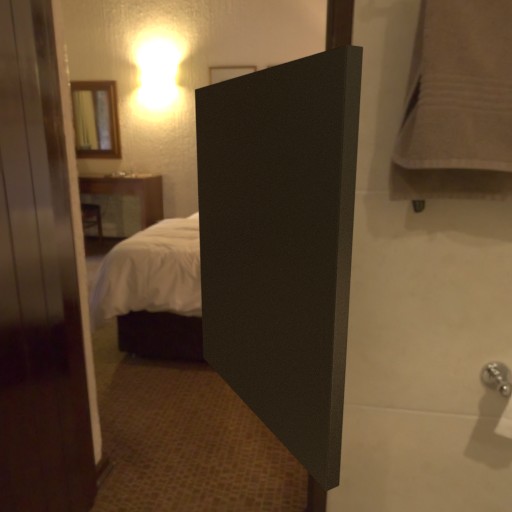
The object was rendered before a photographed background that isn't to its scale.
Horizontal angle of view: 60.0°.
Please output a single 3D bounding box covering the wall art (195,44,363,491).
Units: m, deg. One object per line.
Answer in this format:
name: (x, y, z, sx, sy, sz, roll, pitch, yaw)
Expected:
wall art: (0.000, 0.000, 1.555, 0.053, 1.194, 0.950, -8, 16, -28)
